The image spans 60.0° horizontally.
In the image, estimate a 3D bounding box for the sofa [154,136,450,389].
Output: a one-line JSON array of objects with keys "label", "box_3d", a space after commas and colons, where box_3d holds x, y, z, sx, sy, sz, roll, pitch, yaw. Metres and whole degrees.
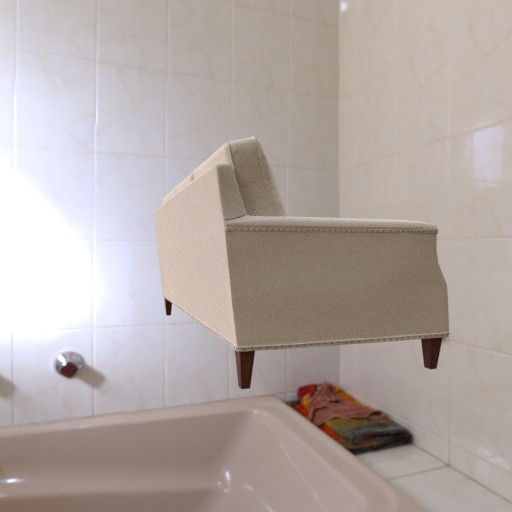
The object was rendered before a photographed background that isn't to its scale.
[{"label": "sofa", "box_3d": [0.000, 0.000, 2.841, 1.084, 1.003, 2.246, 0, 0, -19]}]
